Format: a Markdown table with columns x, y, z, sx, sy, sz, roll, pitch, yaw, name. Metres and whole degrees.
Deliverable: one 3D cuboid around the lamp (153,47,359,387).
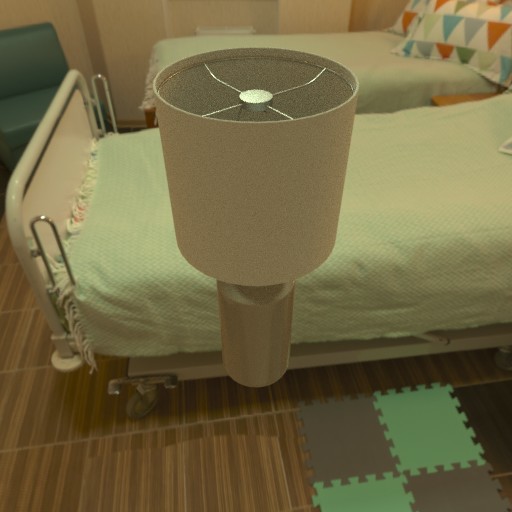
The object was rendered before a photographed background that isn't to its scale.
| x | y | z | sx | sy | sz | roll | pitch | yaw | name |
| --- | --- | --- | --- | --- | --- | --- | --- | --- | --- |
| 0.000 | 0.000 | 0.624 | 0.212 | 0.493 | 0.212 | -27 | 48 | -27 | lamp |
